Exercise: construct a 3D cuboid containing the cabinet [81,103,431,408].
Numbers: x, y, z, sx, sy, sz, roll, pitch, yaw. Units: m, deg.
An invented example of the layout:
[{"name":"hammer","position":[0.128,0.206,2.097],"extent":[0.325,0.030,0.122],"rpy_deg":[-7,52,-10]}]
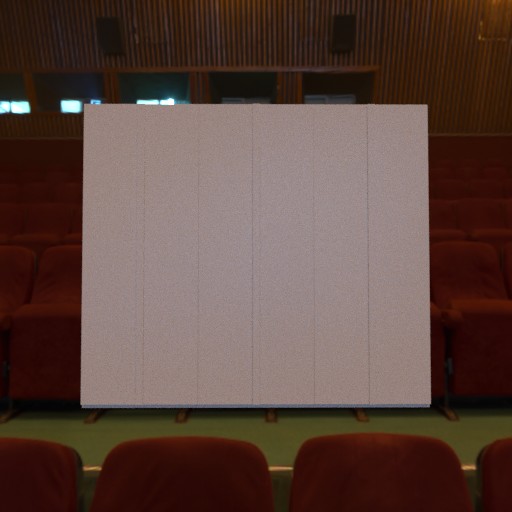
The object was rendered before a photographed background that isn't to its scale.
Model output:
[{"name":"cabinet","position":[0.000,0.000,3.734],"extent":[2.700,2.370,0.590],"rpy_deg":[0,-2,0]}]
